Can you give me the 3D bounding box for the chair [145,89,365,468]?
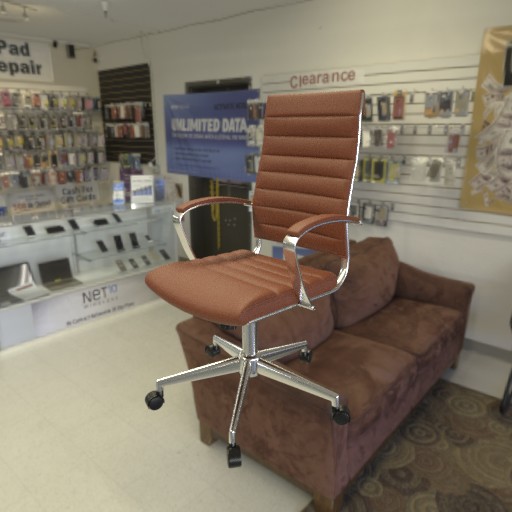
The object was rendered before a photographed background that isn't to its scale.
[{"bbox_3d":[0.000,0.000,1.614,0.766,1.149,0.739,15,22,42],"label":"chair"}]
